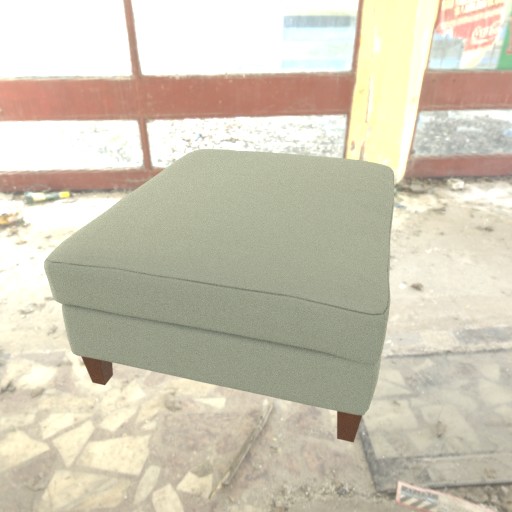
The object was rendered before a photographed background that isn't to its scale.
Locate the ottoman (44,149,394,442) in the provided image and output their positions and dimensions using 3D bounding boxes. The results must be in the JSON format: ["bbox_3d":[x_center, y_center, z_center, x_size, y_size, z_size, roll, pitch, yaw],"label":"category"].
[{"bbox_3d":[0.000,0.000,1.482,0.842,0.494,0.991,8,31,14],"label":"ottoman"}]
